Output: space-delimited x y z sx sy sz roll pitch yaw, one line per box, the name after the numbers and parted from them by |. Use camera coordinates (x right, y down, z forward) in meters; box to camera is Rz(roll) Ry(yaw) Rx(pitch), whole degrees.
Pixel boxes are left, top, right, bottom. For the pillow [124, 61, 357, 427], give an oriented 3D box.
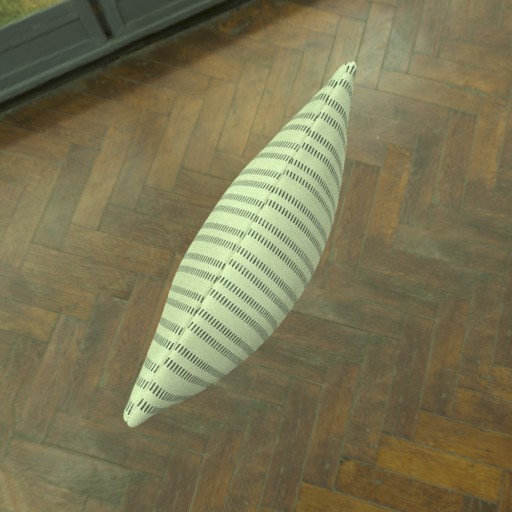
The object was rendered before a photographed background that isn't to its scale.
0.000 0.000 0.802 0.210 0.353 0.640 30 78 7 | pillow
